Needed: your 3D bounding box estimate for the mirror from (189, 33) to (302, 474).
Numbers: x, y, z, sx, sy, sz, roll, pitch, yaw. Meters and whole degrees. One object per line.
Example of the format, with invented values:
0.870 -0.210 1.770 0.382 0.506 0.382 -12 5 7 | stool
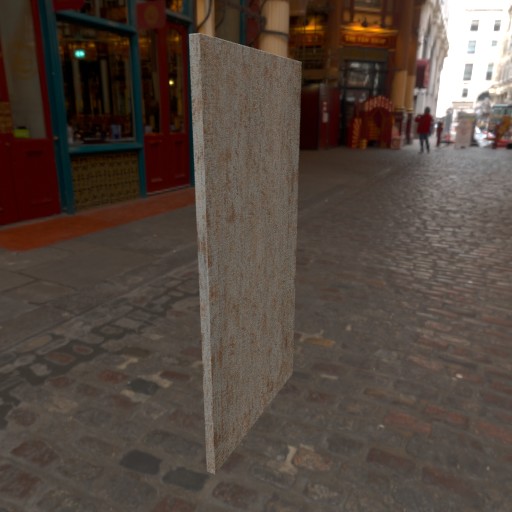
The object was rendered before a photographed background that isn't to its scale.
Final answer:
0.000 0.000 1.090 0.027 0.922 0.472 9 19 25 | mirror
